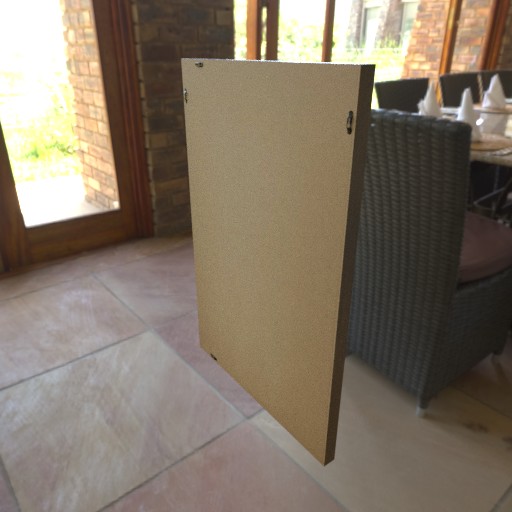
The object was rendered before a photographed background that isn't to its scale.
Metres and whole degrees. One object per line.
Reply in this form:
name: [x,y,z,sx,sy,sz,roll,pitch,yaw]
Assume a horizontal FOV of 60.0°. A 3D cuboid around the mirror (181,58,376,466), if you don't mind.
mirror: [0.000,0.000,1.134,0.041,0.915,0.609,-17,30,-33]
